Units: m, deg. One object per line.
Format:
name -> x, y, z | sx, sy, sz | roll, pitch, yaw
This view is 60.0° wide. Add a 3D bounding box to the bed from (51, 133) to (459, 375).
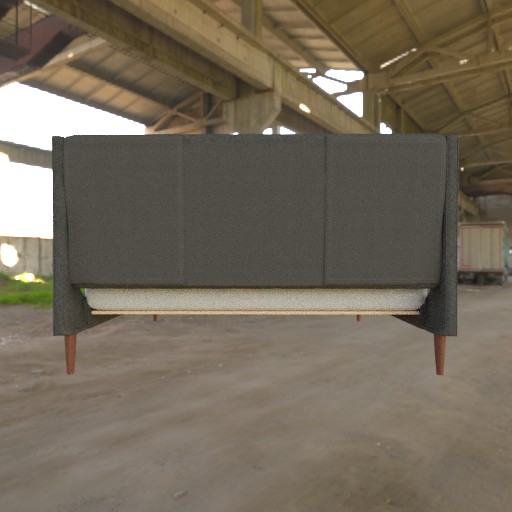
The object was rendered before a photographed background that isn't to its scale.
bed -> 0.000, 0.000, 2.473 | 1.531, 0.933, 1.638 | 0, 0, 0
